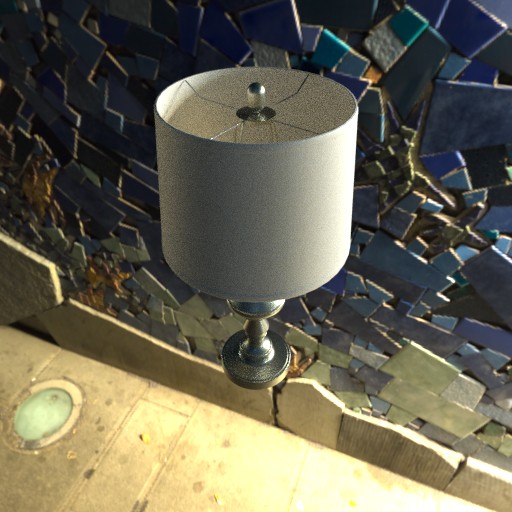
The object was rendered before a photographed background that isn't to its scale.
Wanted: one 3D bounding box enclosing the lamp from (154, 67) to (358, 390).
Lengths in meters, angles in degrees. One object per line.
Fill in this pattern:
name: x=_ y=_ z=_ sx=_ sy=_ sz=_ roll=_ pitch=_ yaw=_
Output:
lamp: x=0.000 y=0.000 z=0.952 sx=0.383 sy=0.733 sz=0.383 roll=0 pitch=40 yaw=0
